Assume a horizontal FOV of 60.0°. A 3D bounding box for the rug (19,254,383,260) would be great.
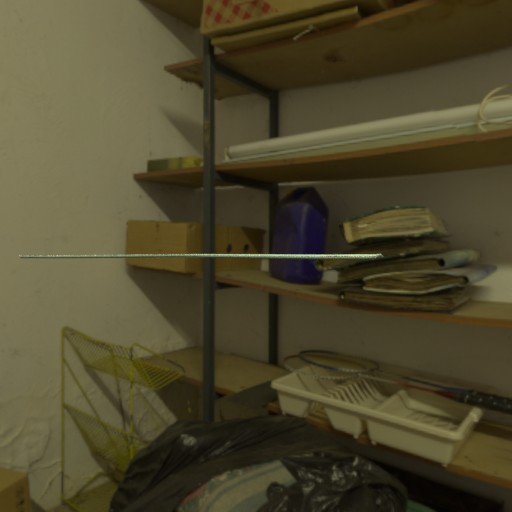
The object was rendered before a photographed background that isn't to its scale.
[{"bbox_3d":[0.000,0.000,5.144,2.802,0.052,4.078,0,0,17],"label":"rug"}]
